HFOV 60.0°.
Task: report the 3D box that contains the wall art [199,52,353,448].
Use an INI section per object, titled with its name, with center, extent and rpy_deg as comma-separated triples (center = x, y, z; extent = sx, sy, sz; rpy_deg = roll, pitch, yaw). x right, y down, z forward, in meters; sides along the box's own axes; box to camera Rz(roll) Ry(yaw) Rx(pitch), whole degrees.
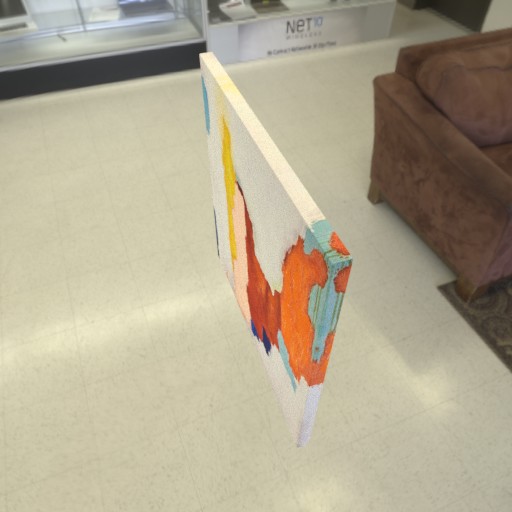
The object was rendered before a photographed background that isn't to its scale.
[wall art]
center = 0.000, 0.000, 1.255
extent = 0.037, 0.814, 0.814
rpy_deg = -15, 49, -13
